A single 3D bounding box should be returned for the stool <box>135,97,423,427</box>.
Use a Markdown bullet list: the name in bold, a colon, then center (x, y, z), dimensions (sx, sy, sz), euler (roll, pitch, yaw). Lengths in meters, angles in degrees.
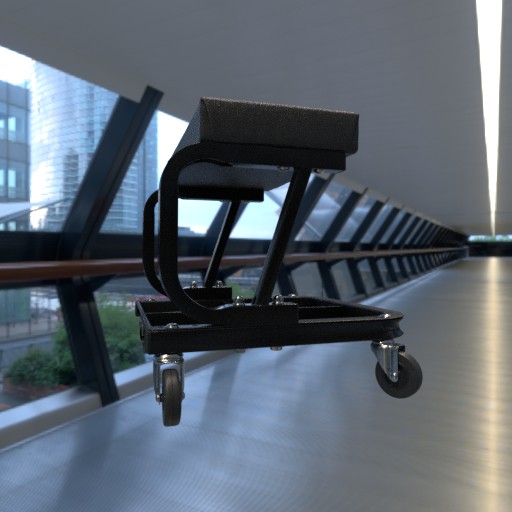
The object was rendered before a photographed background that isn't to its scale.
- **stool**: center (0.000, 0.000, 0.731), dimensions (0.371, 0.380, 0.446), euler (0, 0, -17)
